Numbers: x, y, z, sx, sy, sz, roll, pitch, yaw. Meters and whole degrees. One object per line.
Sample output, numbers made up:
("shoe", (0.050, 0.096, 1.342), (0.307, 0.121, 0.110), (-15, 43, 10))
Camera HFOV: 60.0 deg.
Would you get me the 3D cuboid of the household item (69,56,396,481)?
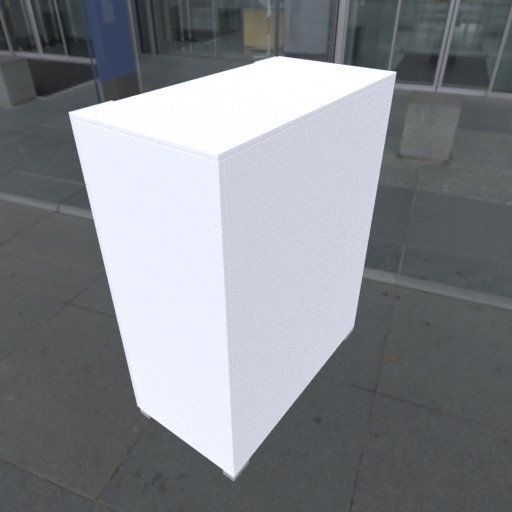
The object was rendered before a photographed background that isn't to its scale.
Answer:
("household item", (0.000, 0.000, 1.392), (0.420, 1.010, 0.790), (22, 40, 29))
